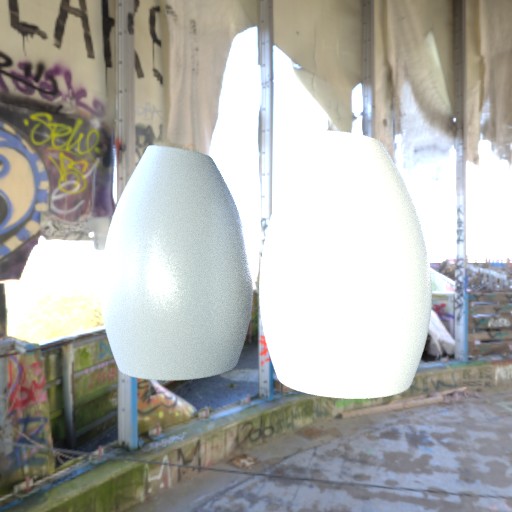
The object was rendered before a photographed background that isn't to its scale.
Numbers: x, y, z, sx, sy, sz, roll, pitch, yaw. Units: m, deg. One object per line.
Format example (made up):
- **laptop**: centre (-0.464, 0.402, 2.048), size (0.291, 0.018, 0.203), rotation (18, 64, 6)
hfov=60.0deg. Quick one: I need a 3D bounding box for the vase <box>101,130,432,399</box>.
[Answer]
- **vase**: centre (0.000, 0.000, 0.253), size (0.187, 0.131, 0.089), rotation (0, 0, 18)
